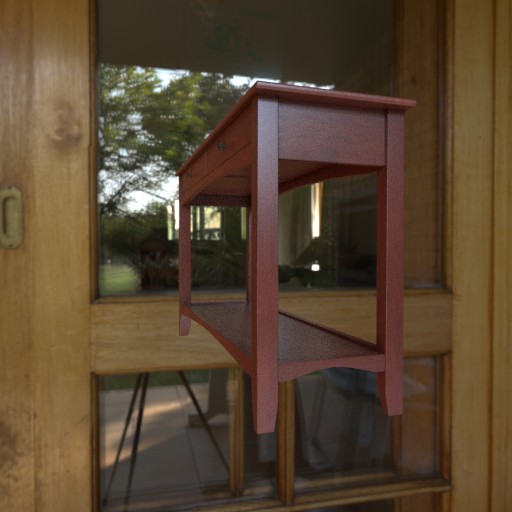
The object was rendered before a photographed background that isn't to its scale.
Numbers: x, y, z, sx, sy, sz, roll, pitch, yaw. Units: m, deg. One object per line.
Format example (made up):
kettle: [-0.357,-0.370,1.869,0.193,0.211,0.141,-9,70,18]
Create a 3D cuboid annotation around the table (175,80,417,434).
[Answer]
table: [0.000,0.000,1.531,0.392,0.739,1.188,0,1,-18]
